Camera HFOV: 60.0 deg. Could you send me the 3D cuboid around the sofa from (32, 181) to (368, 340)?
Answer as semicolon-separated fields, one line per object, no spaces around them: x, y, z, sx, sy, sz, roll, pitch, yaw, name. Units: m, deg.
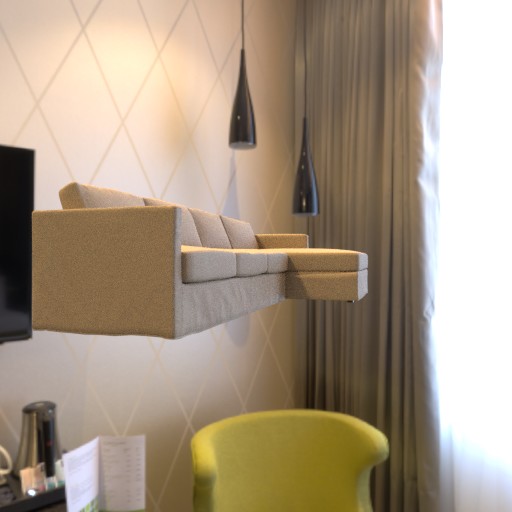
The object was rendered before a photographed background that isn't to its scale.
0.000;0.000;3.760;1.622;0.871;3.206;0;0;19;sofa
